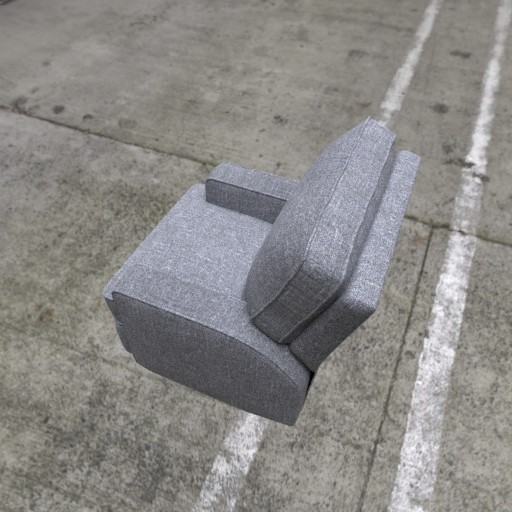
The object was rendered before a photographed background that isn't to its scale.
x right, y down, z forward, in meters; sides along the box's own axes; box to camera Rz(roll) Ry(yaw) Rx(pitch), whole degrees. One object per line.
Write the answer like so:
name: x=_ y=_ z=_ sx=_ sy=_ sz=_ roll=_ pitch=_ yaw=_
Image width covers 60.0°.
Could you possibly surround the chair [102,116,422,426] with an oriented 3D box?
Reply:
chair: x=0.000 y=0.000 z=1.721 sx=0.964 sy=0.962 sz=0.861 roll=17 pitch=49 yaw=16
